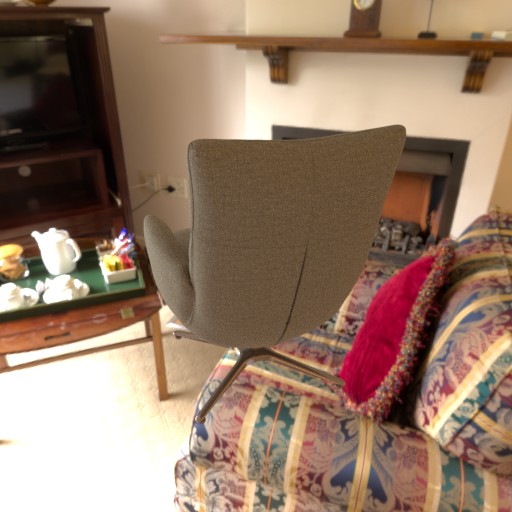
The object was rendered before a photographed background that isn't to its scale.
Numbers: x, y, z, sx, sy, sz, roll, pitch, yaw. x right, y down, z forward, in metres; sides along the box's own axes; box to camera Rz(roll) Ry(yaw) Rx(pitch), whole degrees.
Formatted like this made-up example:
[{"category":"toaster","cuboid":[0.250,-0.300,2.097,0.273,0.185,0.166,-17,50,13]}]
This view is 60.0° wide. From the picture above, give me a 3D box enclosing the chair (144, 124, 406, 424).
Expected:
[{"category":"chair","cuboid":[0.000,0.000,1.512,0.702,0.984,0.831,-9,29,-16]}]
